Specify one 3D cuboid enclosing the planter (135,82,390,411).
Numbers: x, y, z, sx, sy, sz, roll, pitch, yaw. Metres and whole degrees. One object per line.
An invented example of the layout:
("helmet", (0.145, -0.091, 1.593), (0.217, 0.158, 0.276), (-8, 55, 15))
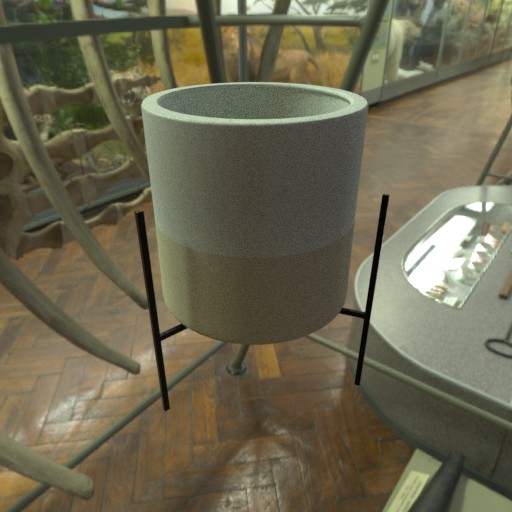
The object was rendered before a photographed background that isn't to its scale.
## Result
("planter", (0.000, 0.000, 0.540), (0.263, 0.362, 0.267), (21, 36, 33))
